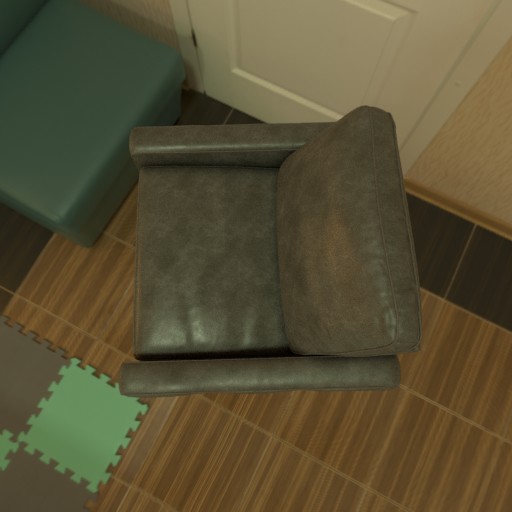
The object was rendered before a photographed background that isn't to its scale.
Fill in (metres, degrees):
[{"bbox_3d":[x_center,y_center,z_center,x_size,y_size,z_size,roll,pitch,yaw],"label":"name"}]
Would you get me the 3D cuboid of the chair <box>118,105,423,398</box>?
[{"bbox_3d":[0.000,0.000,1.679,0.939,0.916,1.006,-2,76,0],"label":"chair"}]
